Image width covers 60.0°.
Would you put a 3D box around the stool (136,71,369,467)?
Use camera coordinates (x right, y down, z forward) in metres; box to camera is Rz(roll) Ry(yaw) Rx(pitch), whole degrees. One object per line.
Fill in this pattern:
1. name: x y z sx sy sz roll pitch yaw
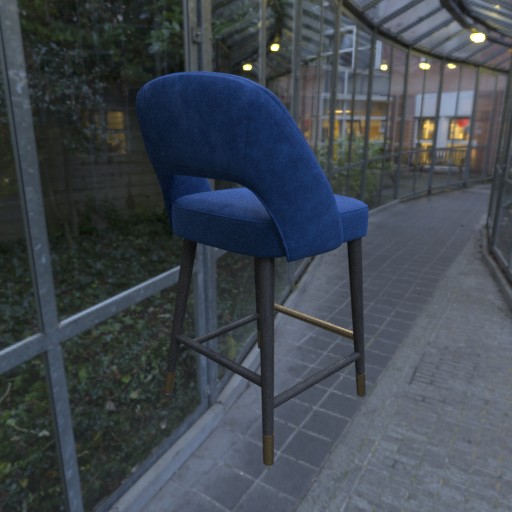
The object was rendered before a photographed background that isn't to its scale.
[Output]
1. stool: 0.000 0.000 1.253 0.524 0.925 0.536 -15 22 -43
